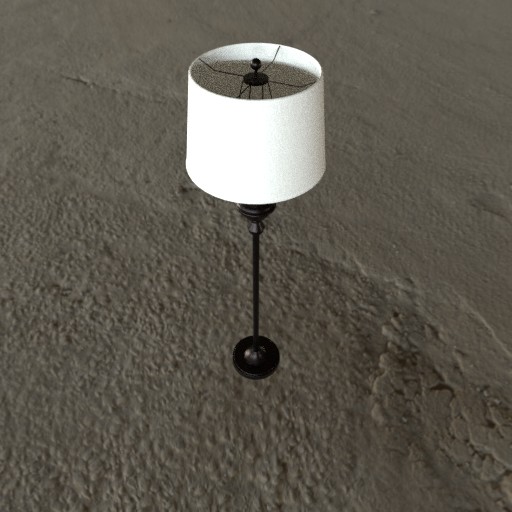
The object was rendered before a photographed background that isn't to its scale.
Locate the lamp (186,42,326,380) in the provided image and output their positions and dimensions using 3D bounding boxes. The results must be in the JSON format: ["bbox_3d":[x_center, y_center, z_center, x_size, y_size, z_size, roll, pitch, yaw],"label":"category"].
[{"bbox_3d":[0.000,0.000,1.686,0.431,1.484,0.431,0,46,0],"label":"lamp"}]
